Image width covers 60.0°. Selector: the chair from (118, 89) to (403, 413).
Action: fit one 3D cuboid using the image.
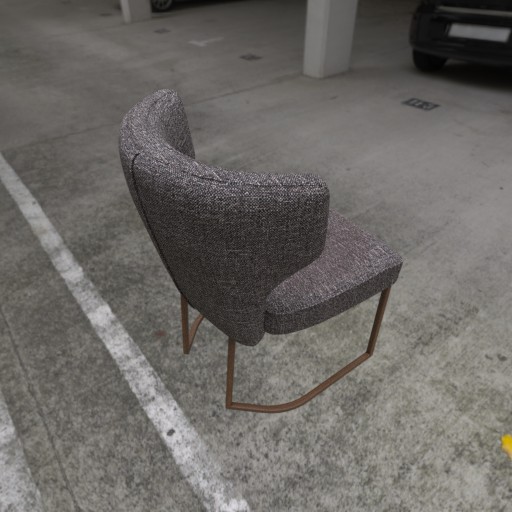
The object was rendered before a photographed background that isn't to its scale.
[{"bbox_3d":[0.000,0.000,1.242,0.617,0.824,0.611,-26,46,-27],"label":"chair"}]
